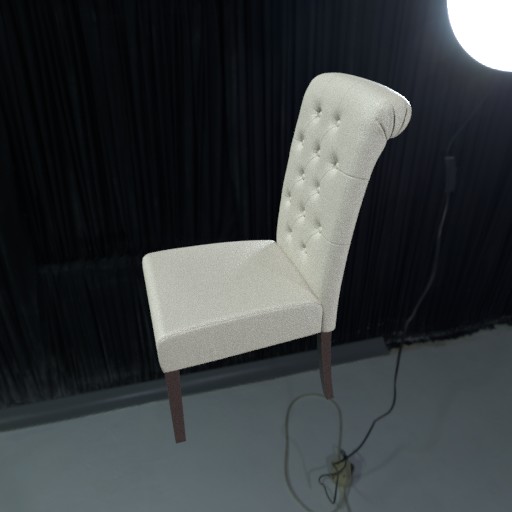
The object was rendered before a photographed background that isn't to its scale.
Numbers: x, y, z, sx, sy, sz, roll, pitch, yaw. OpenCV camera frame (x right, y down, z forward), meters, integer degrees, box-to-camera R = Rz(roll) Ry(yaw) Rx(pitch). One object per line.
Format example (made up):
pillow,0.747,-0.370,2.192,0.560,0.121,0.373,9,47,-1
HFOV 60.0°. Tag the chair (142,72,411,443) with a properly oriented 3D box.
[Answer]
chair,0.000,0.000,1.362,0.671,1.006,0.456,-9,31,-15
